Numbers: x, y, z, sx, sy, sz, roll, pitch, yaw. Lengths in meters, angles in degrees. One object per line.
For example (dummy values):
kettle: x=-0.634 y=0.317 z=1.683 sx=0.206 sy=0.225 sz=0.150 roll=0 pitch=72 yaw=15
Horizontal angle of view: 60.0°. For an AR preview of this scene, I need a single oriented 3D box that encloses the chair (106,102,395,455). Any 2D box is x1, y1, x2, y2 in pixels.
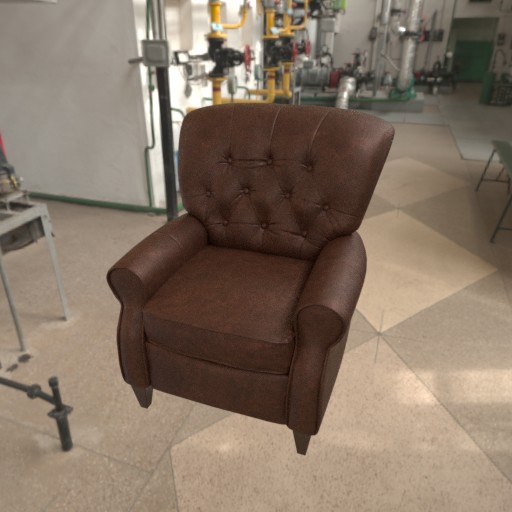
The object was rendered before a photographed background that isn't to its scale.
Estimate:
chair: x=0.000 y=0.000 z=1.928 sx=0.979 sy=1.162 sz=1.031 roll=9 pitch=28 yaw=18
